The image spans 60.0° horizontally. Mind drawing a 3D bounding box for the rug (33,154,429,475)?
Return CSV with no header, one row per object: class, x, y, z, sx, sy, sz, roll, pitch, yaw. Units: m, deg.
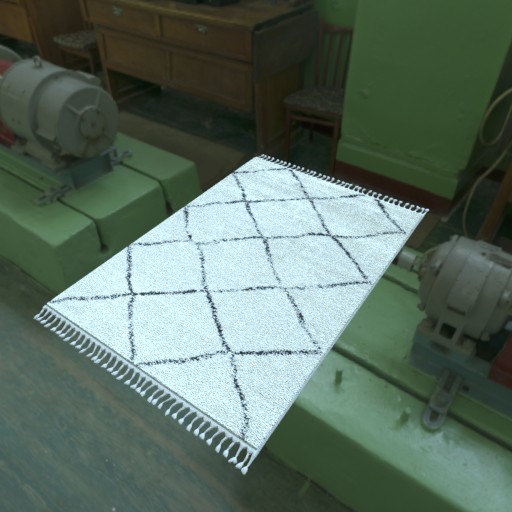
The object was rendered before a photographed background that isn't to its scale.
rug,0.000,0.000,2.865,1.494,0.031,2.307,25,47,25
